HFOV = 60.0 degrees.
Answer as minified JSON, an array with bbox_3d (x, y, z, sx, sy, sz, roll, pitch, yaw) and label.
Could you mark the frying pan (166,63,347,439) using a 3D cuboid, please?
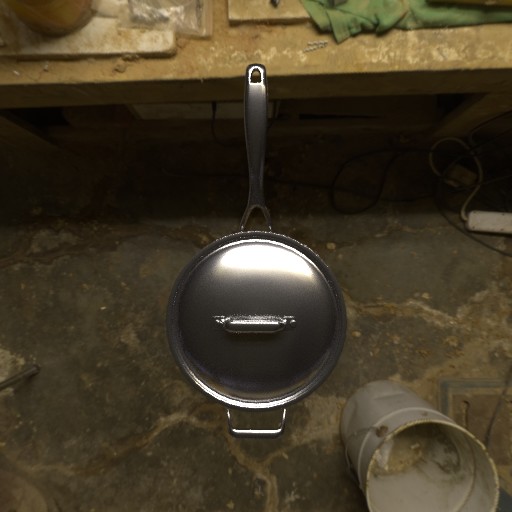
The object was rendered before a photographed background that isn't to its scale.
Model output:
[{"bbox_3d":[0.000,0.000,0.690,0.280,0.114,0.561,0,90,2],"label":"frying pan"}]
